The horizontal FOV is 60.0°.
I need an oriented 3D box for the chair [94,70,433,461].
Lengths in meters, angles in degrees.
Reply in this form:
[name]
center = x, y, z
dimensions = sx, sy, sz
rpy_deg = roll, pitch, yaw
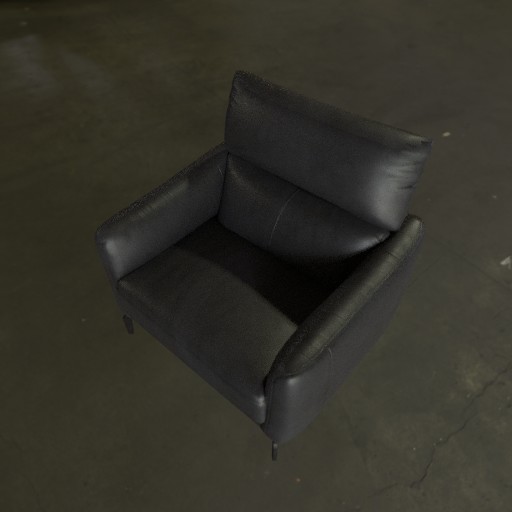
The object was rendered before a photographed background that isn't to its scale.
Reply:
[chair]
center = 0.000, 0.000, 1.634
dimensions = 0.976, 0.949, 0.809
rpy_deg = 32, 53, 27
